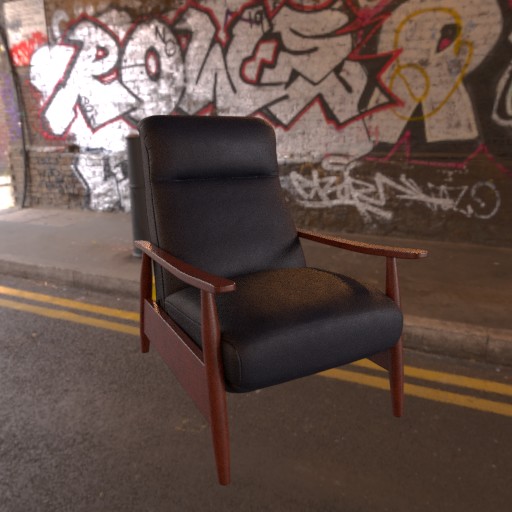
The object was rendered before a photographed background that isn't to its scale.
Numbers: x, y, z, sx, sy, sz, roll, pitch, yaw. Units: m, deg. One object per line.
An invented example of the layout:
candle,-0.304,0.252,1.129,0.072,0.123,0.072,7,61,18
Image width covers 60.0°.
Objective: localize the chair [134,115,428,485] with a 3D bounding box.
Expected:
chair,0.000,0.000,1.734,0.762,1.082,1.014,-8,17,-27
